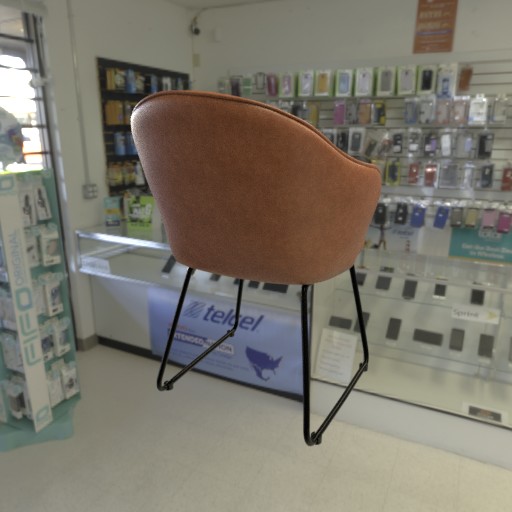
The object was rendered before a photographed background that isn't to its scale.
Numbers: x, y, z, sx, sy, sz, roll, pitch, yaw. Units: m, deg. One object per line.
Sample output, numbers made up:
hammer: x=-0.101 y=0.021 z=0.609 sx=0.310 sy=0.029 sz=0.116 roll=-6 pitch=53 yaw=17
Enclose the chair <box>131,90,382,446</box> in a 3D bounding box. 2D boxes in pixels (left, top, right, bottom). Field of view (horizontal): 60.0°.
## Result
chair: x=0.000 y=0.000 z=1.172 sx=0.582 sy=0.785 sz=0.580 roll=9 pitch=18 yaw=27
